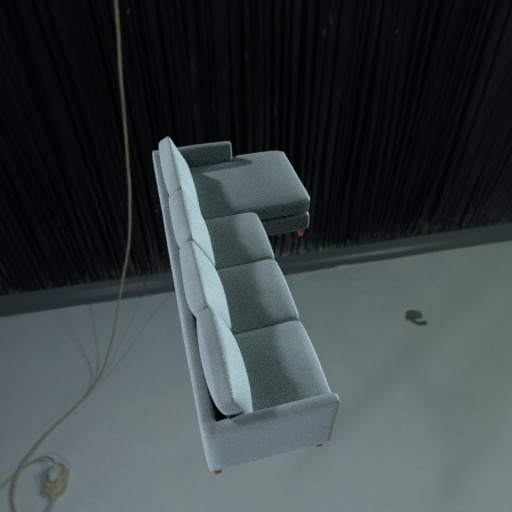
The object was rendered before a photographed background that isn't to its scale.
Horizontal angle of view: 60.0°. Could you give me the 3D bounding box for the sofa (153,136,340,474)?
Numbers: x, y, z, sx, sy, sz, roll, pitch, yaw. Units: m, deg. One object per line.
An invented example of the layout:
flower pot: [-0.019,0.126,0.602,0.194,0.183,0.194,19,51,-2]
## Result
sofa: [0.000,0.000,4.240,1.604,0.950,3.471,-10,46,-10]
